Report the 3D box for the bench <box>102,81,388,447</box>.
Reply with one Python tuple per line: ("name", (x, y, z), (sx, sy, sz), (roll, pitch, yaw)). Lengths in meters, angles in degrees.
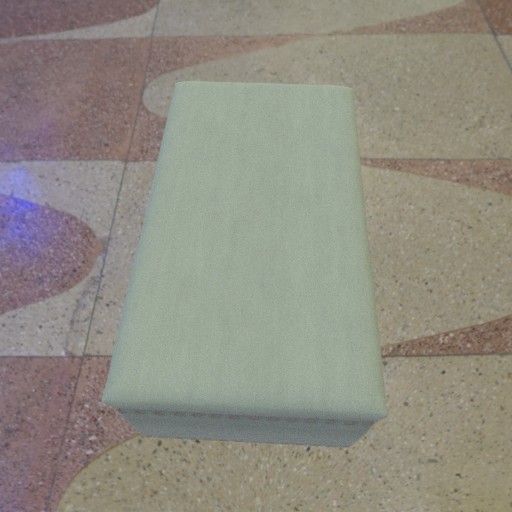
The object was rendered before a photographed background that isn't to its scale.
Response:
("bench", (0.000, 0.000, 1.164), (0.500, 0.449, 0.887), (2, 57, 2))
